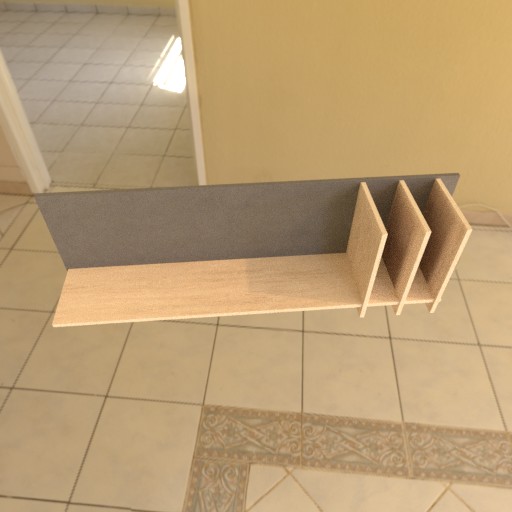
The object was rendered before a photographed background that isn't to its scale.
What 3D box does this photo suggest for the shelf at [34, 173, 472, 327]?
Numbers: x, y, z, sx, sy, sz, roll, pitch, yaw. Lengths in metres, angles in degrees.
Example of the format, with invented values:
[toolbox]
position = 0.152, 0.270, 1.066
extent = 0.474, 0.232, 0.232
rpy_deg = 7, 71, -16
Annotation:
[shelf]
position = 0.000, 0.000, 1.102
extent = 1.020, 0.300, 0.200
rpy_deg = -3, 45, -3
